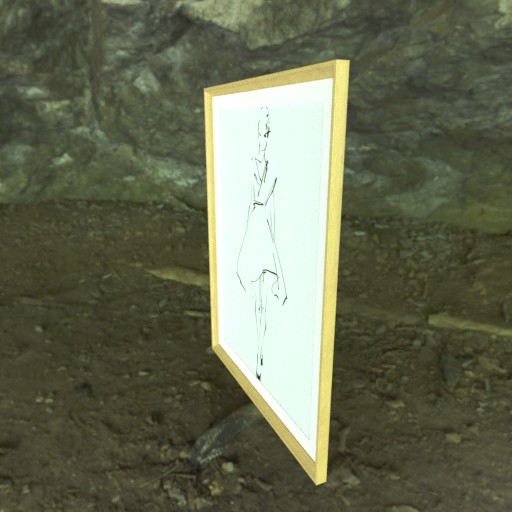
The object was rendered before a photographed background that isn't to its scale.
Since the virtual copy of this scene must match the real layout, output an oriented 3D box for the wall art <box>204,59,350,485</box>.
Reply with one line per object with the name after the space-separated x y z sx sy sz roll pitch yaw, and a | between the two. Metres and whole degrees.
0.000 0.000 1.341 0.030 1.002 0.798 -8 18 -24 | wall art
